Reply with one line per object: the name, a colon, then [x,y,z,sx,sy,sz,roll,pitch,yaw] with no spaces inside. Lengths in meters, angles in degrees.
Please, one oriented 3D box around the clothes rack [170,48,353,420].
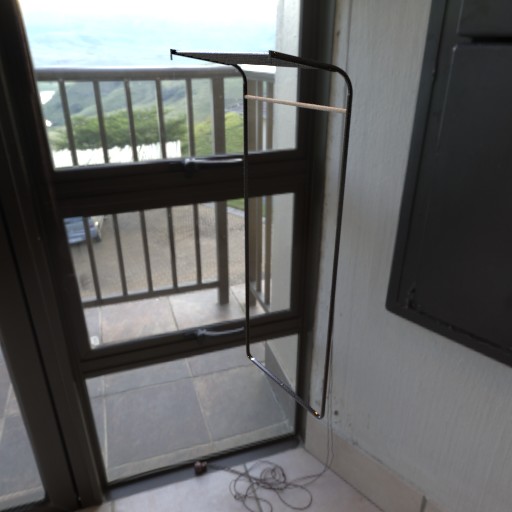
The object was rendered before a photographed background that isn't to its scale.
clothes rack: [0.000,0.000,1.859,0.349,1.574,0.609,-18,31,-33]
